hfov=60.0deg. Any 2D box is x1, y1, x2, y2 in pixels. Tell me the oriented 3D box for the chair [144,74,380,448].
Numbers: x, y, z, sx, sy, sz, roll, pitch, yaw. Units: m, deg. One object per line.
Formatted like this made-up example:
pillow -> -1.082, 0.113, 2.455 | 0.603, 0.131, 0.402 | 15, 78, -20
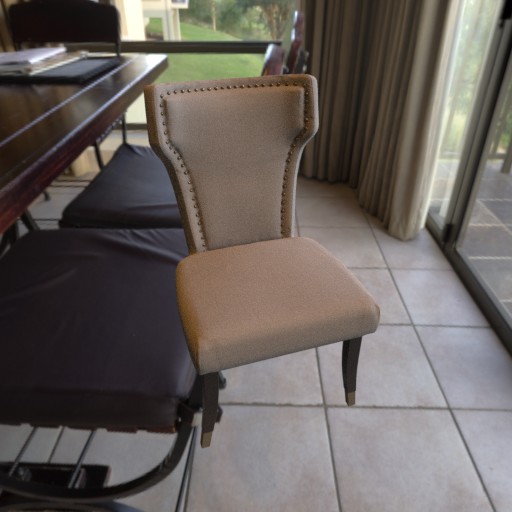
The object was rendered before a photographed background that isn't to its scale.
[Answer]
chair -> 0.000, 0.000, 1.350 | 0.526, 0.950, 0.630 | -10, 34, -15
